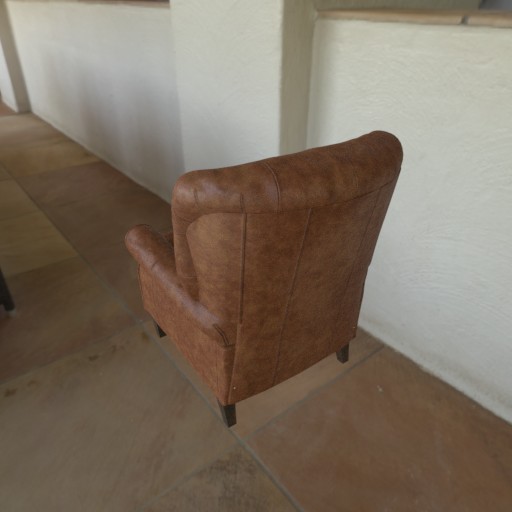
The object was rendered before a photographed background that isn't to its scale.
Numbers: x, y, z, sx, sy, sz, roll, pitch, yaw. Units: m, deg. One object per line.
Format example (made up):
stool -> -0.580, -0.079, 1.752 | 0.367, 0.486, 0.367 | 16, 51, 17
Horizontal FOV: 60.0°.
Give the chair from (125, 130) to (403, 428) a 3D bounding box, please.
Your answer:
chair -> 0.000, 0.000, 1.958 | 0.951, 1.164, 1.059 | -19, 36, -29
